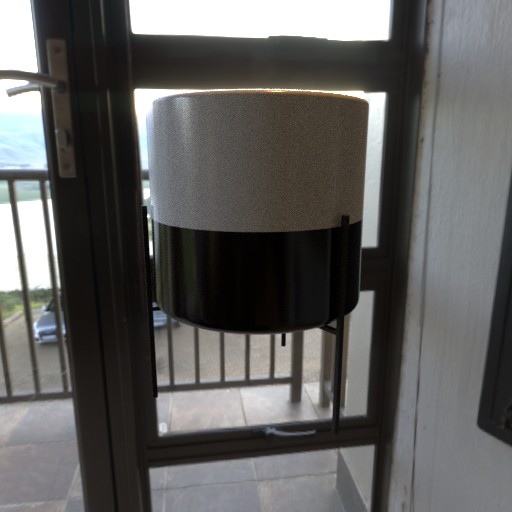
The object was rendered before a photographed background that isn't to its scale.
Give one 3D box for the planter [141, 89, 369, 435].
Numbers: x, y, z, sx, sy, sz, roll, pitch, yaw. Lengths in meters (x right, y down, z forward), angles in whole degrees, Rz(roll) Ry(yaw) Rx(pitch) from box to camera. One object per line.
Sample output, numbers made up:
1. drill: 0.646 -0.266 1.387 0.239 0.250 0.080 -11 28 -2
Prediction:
1. planter: 0.000 0.000 0.657 0.310 0.432 0.310 -6 15 -25
